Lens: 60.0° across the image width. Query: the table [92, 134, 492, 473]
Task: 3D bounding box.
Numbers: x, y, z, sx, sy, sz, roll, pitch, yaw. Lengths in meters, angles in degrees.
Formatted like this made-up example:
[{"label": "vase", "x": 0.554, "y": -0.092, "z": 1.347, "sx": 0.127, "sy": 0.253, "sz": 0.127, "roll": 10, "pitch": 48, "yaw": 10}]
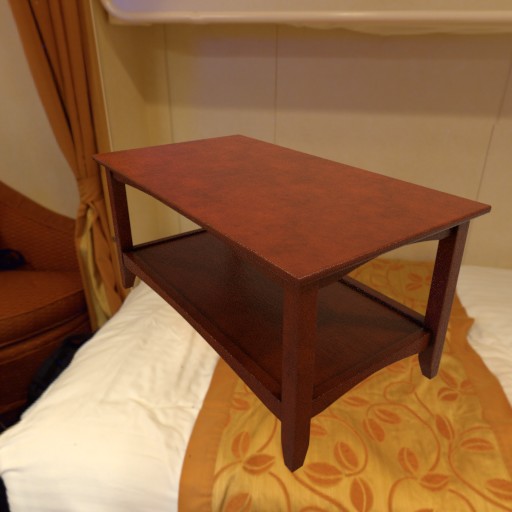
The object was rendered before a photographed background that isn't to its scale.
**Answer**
[{"label": "table", "x": 0.000, "y": 0.000, "z": 1.225, "sx": 0.533, "sy": 0.456, "sz": 0.943, "roll": -18, "pitch": 31, "yaw": -32}]
